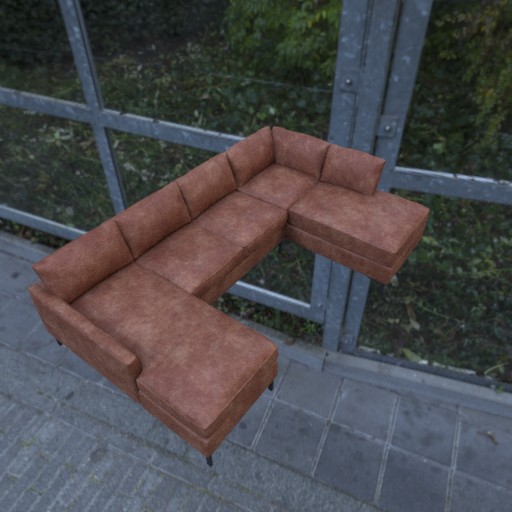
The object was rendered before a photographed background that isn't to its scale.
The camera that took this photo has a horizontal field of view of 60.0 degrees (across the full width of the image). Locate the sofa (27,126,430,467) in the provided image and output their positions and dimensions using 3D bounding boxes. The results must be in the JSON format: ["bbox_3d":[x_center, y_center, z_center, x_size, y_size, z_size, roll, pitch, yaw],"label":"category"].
[{"bbox_3d":[0.000,0.000,3.762,1.939,0.900,2.956,26,47,27],"label":"sofa"}]
